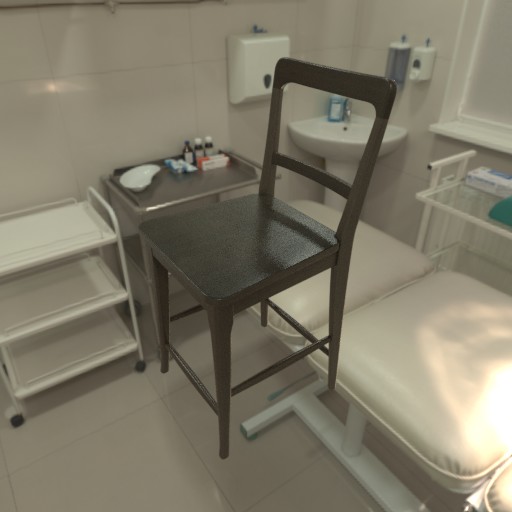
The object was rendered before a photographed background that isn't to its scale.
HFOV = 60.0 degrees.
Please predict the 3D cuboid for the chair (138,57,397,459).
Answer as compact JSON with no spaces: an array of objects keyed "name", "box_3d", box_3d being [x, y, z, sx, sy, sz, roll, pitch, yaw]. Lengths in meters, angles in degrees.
[{"name":"chair","box_3d":[0.000,0.000,1.299,0.546,0.991,0.450,-21,38,-29]}]
